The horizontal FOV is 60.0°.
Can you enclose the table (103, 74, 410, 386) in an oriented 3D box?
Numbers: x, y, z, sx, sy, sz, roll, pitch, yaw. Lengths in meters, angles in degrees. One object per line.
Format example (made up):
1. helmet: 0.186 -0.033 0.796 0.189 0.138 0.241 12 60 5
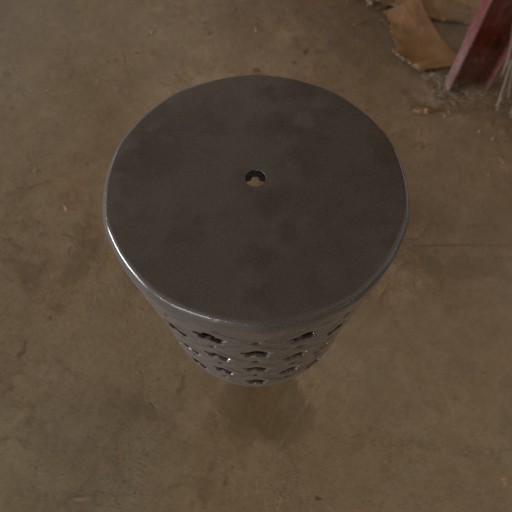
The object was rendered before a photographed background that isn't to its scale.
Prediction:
1. table: 0.000 0.000 0.672 0.352 0.387 0.352 0 63 0
